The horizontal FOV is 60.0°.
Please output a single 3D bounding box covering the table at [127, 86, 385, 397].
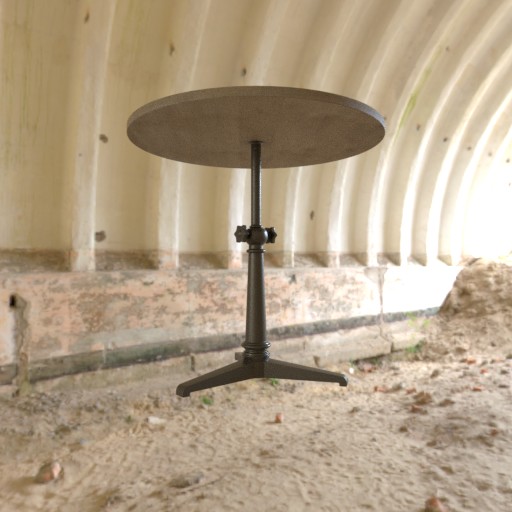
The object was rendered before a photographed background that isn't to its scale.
[{"bbox_3d":[0.000,0.000,1.422,0.800,0.780,0.800,0,-1,0],"label":"table"}]
